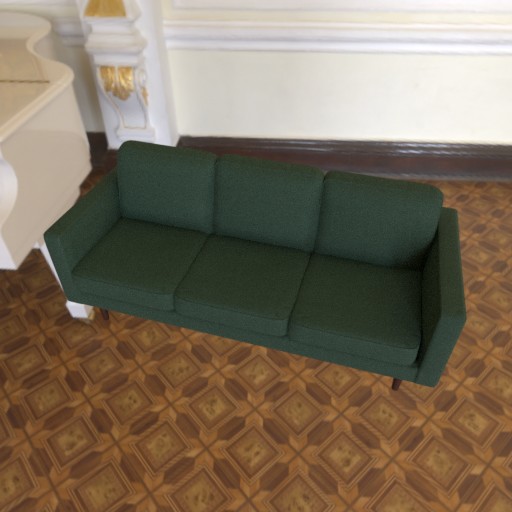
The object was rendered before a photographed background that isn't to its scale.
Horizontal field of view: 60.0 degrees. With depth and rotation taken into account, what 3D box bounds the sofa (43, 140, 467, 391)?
[{"bbox_3d":[0.000,0.000,2.455,2.029,0.899,0.879,11,41,13],"label":"sofa"}]
